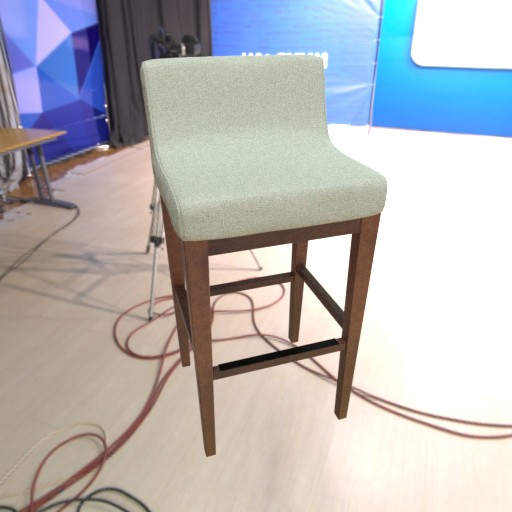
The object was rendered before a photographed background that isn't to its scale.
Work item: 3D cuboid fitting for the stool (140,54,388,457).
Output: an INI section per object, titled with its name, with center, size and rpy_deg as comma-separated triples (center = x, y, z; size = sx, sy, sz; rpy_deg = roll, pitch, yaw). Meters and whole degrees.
[stool]
center = 0.000, 0.000, 1.293
size = 0.511, 1.037, 0.500
rpy_deg = -9, 30, -16
